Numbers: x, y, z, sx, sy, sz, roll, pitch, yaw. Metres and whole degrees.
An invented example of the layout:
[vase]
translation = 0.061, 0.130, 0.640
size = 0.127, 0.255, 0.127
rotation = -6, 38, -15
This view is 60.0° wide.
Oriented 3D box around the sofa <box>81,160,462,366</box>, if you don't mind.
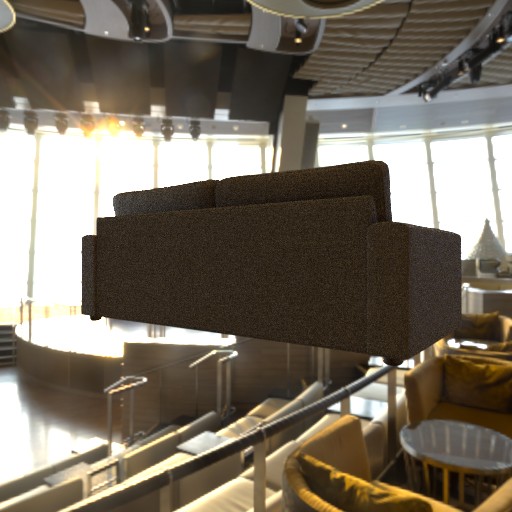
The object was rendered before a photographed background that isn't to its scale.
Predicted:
[sofa]
translation = 0.000, 0.000, 2.740
size = 2.179, 0.873, 1.016
rotation = 0, 0, 36
